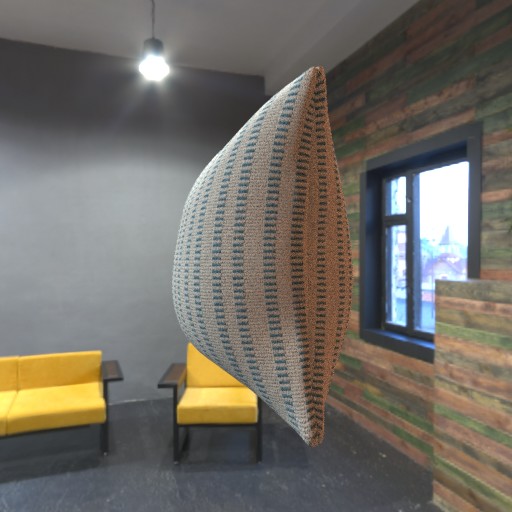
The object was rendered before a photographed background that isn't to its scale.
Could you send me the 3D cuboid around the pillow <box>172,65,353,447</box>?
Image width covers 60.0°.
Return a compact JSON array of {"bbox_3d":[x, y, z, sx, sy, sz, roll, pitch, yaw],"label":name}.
[{"bbox_3d":[0.000,0.000,0.686,0.247,0.419,0.438,0,0,-18],"label":"pillow"}]
